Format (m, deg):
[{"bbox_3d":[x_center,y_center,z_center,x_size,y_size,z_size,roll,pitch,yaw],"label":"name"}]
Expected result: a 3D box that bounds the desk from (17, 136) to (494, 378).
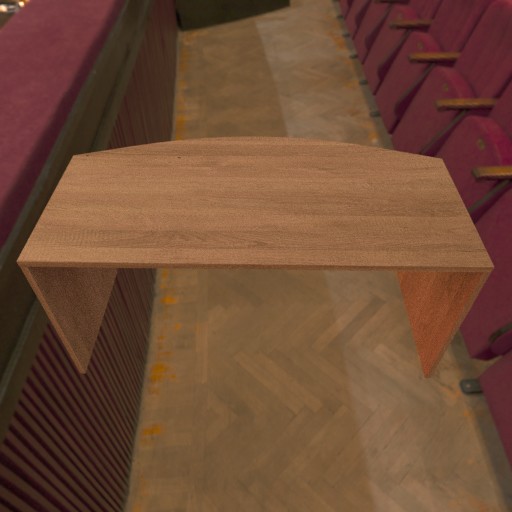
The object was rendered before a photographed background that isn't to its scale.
[{"bbox_3d":[0.000,0.000,2.031,1.600,0.752,0.802,1,46,1],"label":"desk"}]
